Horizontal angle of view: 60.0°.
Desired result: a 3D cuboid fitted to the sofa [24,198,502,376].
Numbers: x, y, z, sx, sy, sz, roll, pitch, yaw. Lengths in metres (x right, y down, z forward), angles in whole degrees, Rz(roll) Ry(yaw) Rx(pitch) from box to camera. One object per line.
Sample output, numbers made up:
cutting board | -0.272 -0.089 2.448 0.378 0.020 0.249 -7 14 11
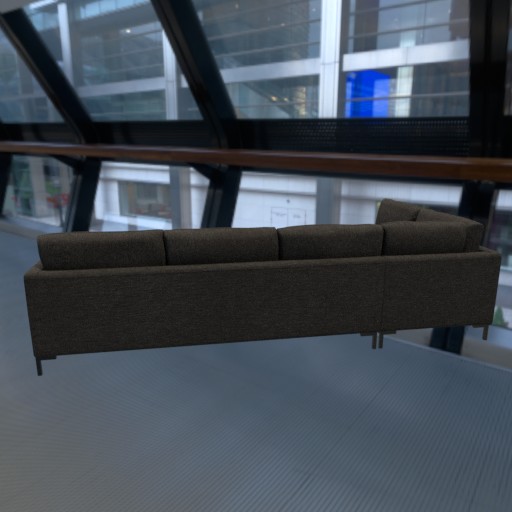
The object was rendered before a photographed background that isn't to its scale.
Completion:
sofa | 0.000 0.000 3.618 2.949 0.815 2.007 -2 14 -9
